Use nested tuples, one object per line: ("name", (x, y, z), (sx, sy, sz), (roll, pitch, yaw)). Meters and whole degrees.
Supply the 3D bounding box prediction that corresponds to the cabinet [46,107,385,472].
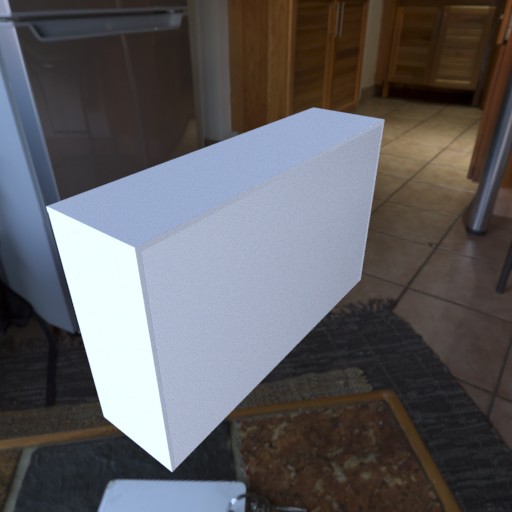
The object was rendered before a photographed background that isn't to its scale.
("cabinet", (0.000, 0.000, 1.875), (0.380, 0.900, 1.450), (22, 38, 31))
